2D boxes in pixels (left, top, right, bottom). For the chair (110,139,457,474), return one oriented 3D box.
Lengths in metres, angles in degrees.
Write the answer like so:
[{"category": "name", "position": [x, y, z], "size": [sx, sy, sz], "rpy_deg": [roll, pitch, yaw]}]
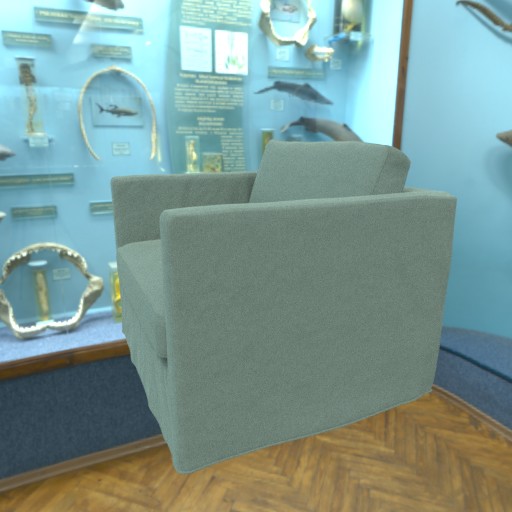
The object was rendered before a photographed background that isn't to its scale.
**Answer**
[{"category": "chair", "position": [0.000, 0.000, 1.707], "size": [0.949, 0.863, 1.057], "rpy_deg": [-7, 17, -24]}]
